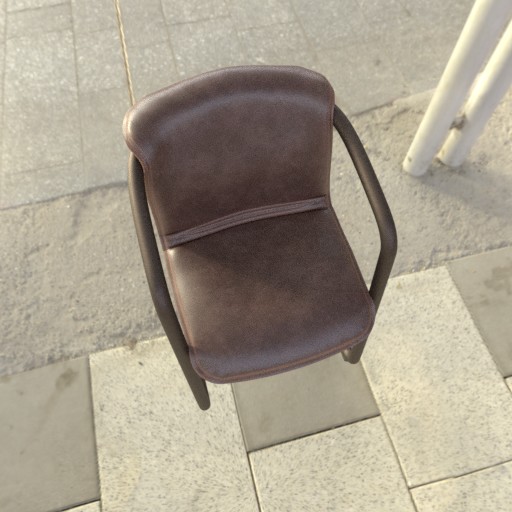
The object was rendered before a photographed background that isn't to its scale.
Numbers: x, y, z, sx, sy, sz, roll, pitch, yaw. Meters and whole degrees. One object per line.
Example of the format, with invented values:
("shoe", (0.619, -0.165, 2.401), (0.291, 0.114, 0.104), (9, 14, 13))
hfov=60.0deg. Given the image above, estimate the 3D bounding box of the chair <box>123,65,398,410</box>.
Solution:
("chair", (0.000, 0.000, 1.231), (0.536, 0.836, 0.664), (-15, 63, -8))
